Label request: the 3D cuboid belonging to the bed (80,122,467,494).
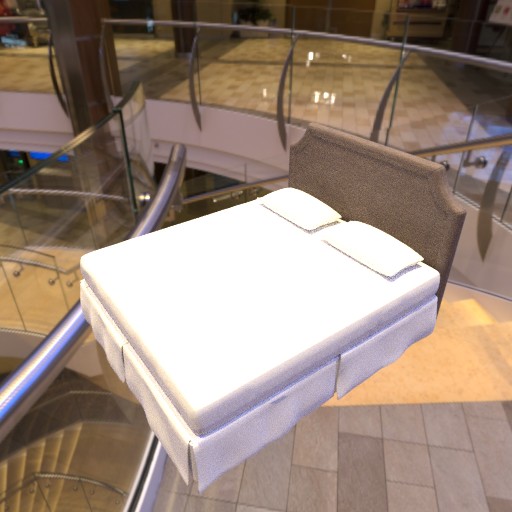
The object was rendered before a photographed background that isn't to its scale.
[{"bbox_3d":[0.000,0.000,3.998,2.773,1.590,2.350,-22,38,-30],"label":"bed"}]
